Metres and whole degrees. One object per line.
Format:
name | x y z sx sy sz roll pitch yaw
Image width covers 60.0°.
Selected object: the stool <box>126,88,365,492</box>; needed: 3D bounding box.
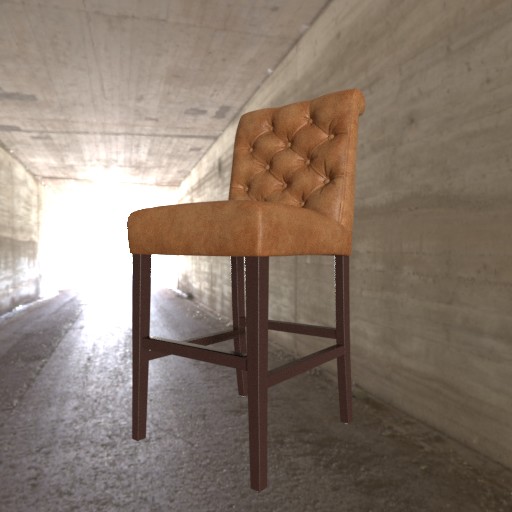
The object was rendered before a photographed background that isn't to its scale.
stool | 0.000 0.000 1.340 0.493 1.047 0.601 1 2 37
